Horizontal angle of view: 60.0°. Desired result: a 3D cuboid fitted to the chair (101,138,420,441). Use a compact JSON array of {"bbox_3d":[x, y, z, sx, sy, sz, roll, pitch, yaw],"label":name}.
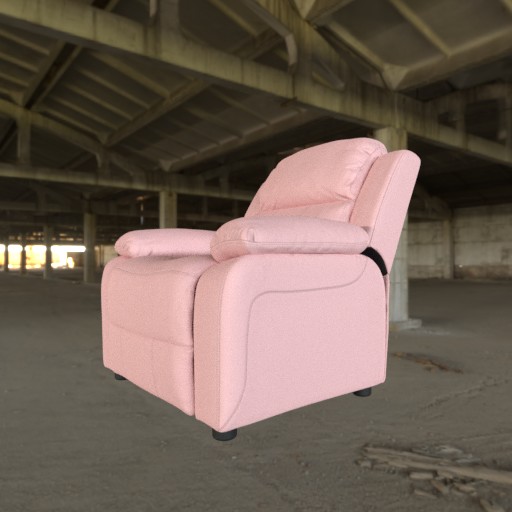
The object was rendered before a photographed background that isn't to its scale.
[{"bbox_3d":[0.000,0.000,1.231,0.709,0.702,0.680,0,0,-38],"label":"chair"}]
